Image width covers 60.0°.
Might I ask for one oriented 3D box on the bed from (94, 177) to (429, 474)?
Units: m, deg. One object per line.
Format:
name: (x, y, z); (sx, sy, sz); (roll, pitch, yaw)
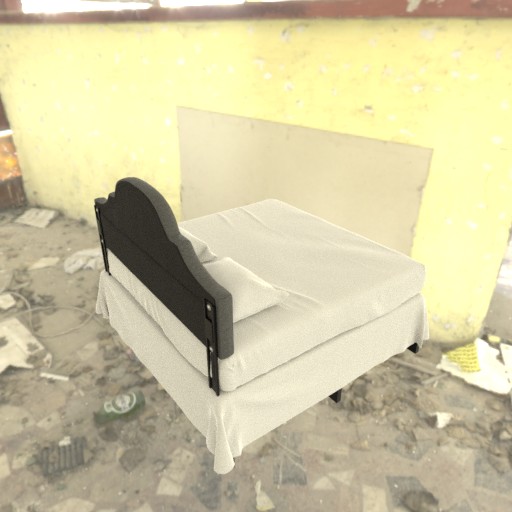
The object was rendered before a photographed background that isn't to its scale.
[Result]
bed: (0.000, 0.000, 3.705); (2.222, 1.631, 2.303); (-19, 32, -32)
